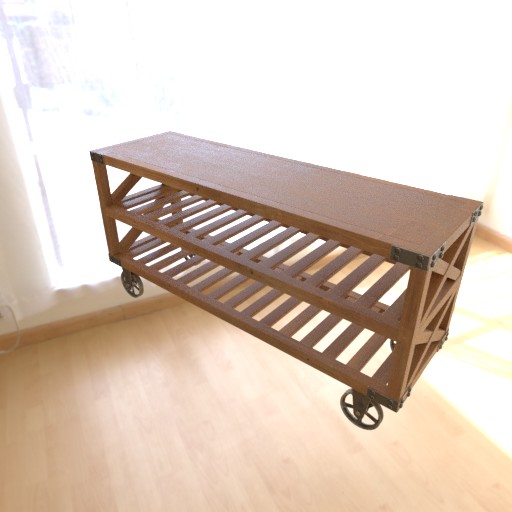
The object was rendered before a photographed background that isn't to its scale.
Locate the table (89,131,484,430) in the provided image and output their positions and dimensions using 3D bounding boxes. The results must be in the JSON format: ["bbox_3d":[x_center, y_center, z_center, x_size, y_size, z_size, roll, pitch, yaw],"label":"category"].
[{"bbox_3d":[0.000,0.000,1.817,1.487,0.711,0.467,22,36,33],"label":"table"}]
